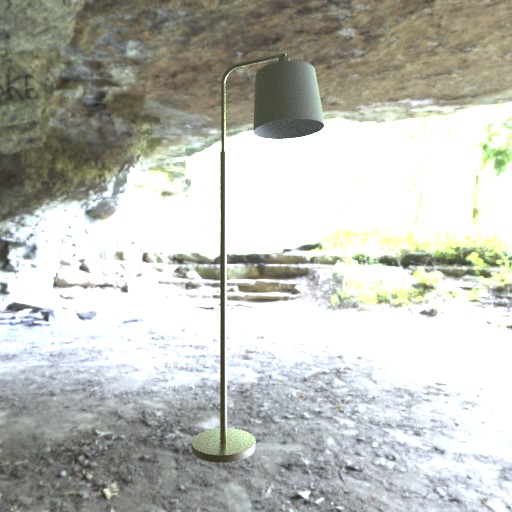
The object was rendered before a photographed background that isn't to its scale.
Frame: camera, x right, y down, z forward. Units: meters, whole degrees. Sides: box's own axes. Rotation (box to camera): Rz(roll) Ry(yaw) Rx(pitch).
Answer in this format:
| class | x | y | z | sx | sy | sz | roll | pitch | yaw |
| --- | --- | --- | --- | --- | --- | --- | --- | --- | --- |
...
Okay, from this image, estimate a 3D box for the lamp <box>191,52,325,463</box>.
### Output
| class | x | y | z | sx | sy | sz | roll | pitch | yaw |
| --- | --- | --- | --- | --- | --- | --- | --- | --- | --- |
| lamp | 0.000 | 0.000 | 1.657 | 0.508 | 1.478 | 0.254 | 0 | 1 | 17 |
